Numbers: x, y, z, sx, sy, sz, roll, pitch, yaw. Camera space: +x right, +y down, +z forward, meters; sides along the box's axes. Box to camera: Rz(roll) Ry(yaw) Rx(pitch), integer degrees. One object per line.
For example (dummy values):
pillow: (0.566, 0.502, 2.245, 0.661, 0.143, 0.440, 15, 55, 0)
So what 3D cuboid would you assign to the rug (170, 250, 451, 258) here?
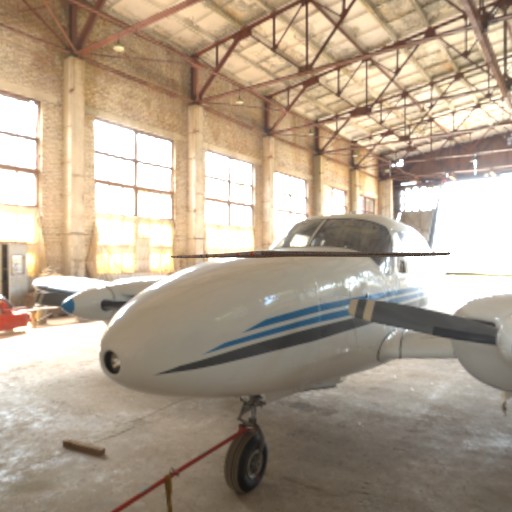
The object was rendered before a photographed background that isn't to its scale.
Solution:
rug: (0.000, 0.000, 2.666, 0.744, 0.022, 2.419, 0, 0, -18)
